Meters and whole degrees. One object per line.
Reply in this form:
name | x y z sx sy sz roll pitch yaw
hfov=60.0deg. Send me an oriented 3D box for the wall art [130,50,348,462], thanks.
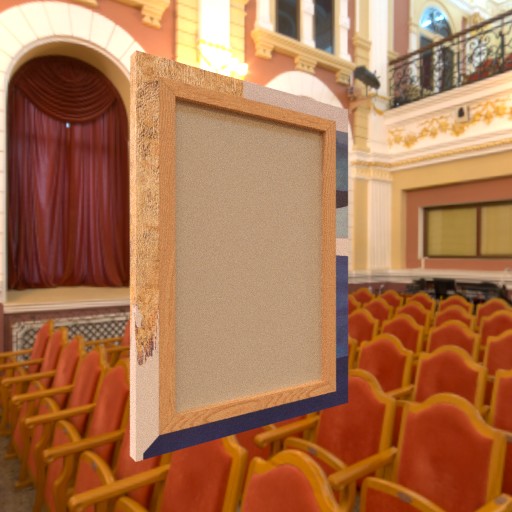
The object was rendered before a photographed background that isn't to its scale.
wall art | 0.000 0.000 0.804 0.458 0.613 0.026 0 0 -36
